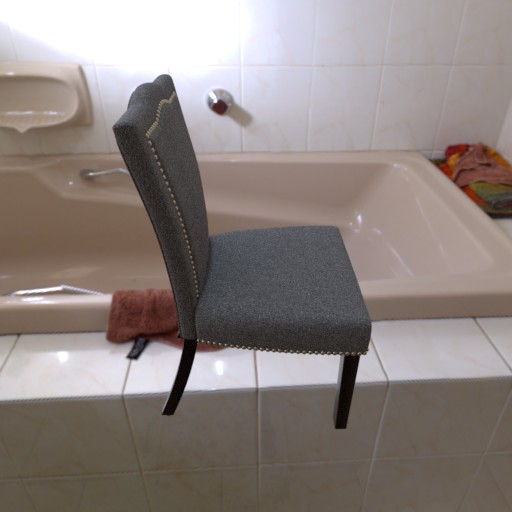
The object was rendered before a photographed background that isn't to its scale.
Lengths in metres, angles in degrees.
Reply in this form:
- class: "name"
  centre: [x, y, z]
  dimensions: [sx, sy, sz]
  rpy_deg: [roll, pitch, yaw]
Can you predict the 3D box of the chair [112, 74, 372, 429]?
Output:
- class: "chair"
  centre: [0.000, 0.000, 1.282]
  dimensions: [0.589, 0.946, 0.518]
  rpy_deg: [0, 32, -1]
